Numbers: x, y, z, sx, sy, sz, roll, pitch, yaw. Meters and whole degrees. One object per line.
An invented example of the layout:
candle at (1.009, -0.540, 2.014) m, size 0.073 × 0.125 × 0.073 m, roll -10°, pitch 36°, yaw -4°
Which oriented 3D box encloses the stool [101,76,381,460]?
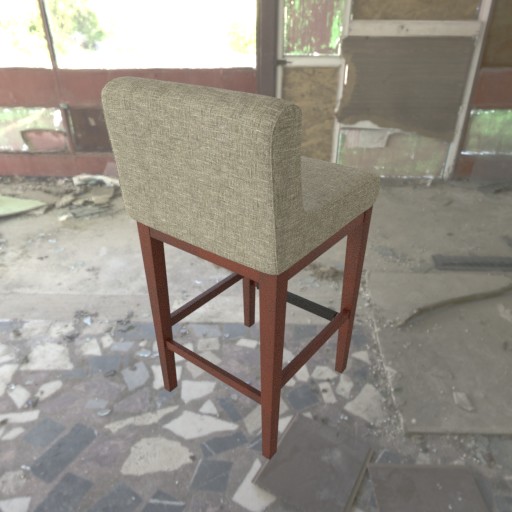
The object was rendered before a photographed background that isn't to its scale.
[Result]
stool at (0.000, 0.000, 1.084) m, size 0.417 × 0.835 × 0.459 m, roll 21°, pitch 36°, yaw 32°
